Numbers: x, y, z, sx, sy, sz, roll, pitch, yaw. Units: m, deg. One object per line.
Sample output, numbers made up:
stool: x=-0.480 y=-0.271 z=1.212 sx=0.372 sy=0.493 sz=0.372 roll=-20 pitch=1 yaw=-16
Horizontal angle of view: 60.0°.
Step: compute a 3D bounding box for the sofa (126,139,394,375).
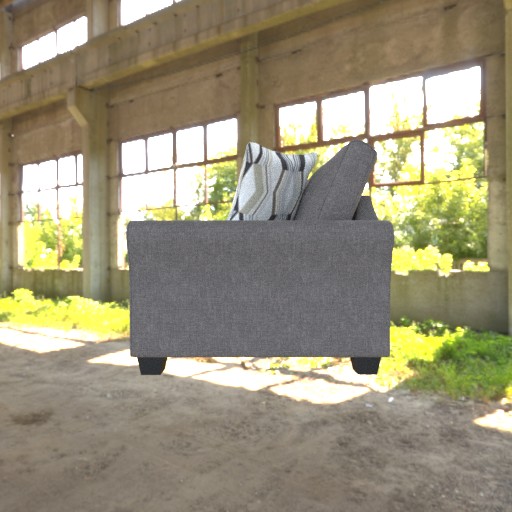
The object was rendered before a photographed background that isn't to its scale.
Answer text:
sofa: x=0.000 y=0.000 z=2.436 sx=0.889 sy=0.813 sz=2.032 roll=0 pitch=0 yaw=0
